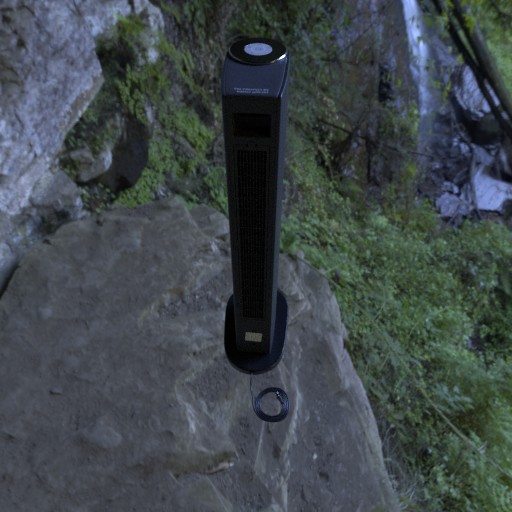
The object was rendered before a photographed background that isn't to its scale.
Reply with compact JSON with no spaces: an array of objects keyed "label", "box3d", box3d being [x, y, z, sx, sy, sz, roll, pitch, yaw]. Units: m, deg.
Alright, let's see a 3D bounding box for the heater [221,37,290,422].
[{"label":"heater","box3d":[0.000,0.000,1.052,0.214,0.856,0.458,3,48,3]}]
